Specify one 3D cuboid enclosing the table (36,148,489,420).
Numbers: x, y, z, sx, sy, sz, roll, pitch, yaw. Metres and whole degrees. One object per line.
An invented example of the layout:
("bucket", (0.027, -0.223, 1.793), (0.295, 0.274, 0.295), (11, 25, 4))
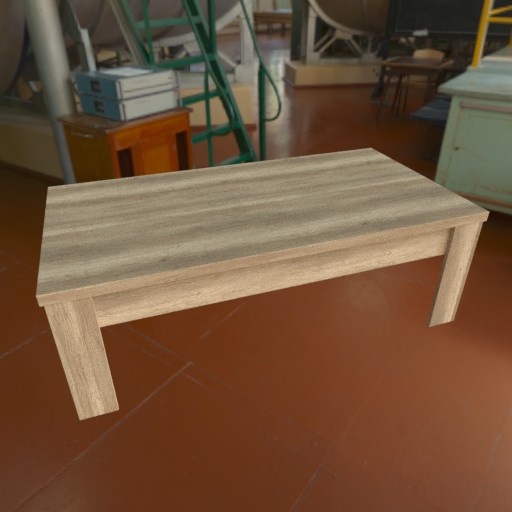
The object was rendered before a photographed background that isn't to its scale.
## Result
("table", (0.000, 0.000, 1.637), (1.350, 0.460, 0.700), (-11, 33, -17))
